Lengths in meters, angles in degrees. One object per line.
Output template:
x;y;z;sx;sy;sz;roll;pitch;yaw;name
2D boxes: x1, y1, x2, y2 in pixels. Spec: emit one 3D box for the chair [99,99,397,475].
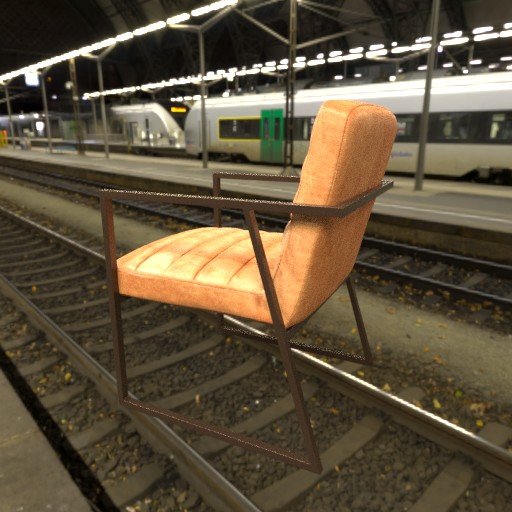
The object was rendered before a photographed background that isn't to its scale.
0.000;0.000;1.290;0.677;0.832;0.571;8;18;26;chair
